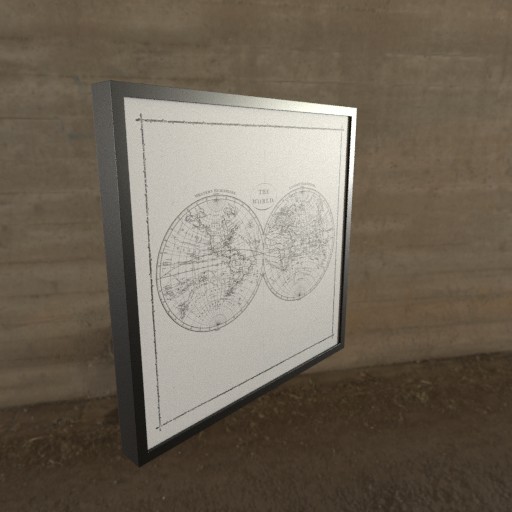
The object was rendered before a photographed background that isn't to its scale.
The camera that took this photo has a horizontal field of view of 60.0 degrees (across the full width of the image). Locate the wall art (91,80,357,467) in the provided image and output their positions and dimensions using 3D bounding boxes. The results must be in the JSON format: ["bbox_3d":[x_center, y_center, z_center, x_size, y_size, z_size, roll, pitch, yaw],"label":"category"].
[{"bbox_3d":[0.000,0.000,0.474,0.029,0.318,0.327,13,19,42],"label":"wall art"}]
